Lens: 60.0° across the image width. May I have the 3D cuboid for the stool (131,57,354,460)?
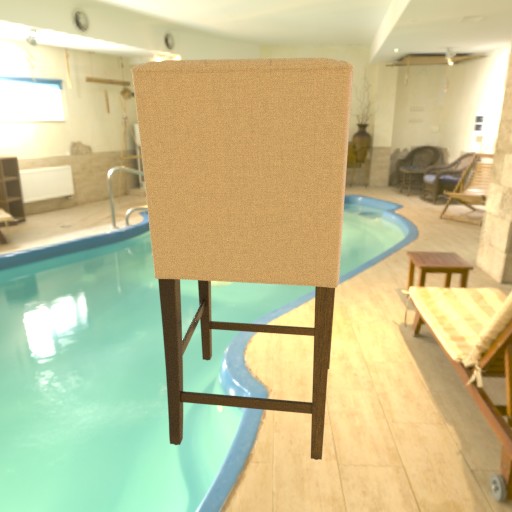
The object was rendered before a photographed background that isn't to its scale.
[{"bbox_3d":[0.000,0.000,1.214,0.474,0.939,0.509,2,17,8],"label":"stool"}]
